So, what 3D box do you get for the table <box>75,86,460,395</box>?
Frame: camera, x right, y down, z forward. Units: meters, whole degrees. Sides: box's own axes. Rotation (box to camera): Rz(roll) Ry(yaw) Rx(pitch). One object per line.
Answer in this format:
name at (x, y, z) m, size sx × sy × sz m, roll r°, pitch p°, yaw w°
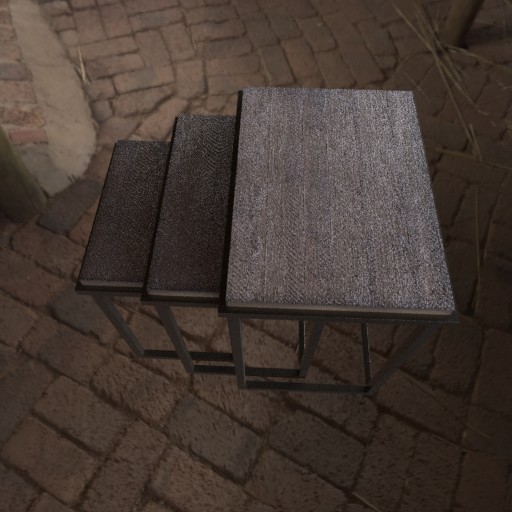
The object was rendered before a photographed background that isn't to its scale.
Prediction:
table at (0.000, 0.000, 1.134) m, size 0.706 × 0.610 × 0.559 m, roll 2°, pitch 60°, yaw 1°
